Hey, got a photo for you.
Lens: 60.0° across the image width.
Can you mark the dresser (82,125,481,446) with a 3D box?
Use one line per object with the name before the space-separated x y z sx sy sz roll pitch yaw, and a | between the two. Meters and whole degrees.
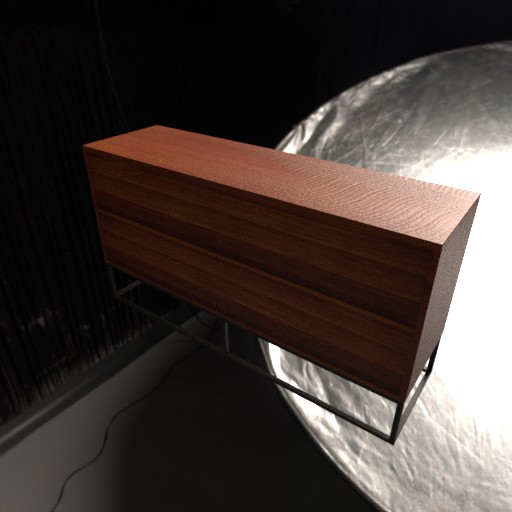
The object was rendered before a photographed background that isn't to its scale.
dresser | 0.000 0.000 1.909 1.536 0.810 0.464 20 36 30
